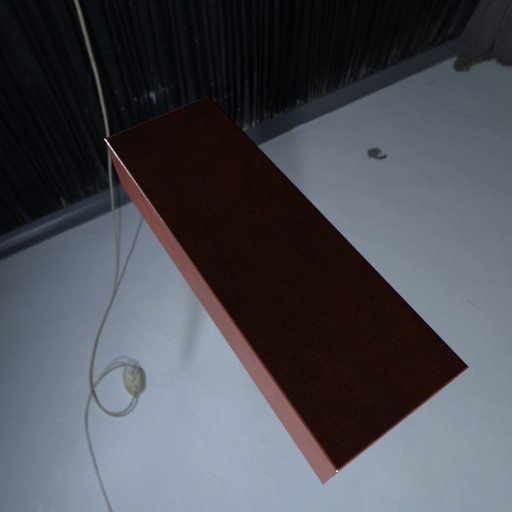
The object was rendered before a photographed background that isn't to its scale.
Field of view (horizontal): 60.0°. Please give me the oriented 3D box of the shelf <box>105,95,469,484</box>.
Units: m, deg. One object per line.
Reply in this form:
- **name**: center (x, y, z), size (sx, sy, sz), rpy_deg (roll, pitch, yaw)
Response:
- **shelf**: center (0.000, 0.000, 0.514), size (0.152, 0.088, 0.457), rpy_deg (-29, 62, -18)
